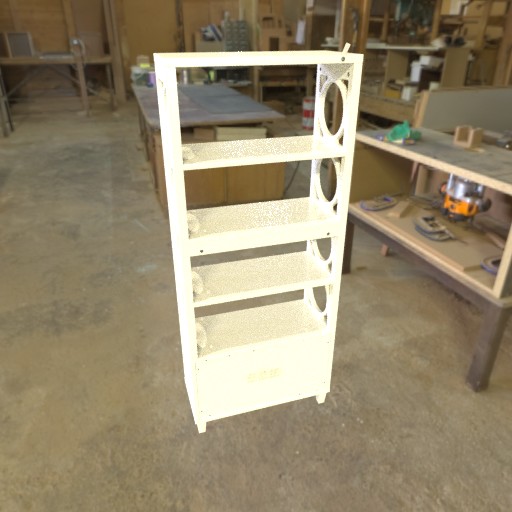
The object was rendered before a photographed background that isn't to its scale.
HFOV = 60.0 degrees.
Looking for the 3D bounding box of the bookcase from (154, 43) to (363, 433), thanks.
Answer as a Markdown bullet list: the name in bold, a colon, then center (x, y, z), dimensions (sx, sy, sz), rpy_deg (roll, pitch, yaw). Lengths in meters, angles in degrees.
- **bookcase**: center (0.000, 0.000, 2.151), dimensions (0.761, 1.869, 0.361), rpy_deg (-8, 28, -16)
